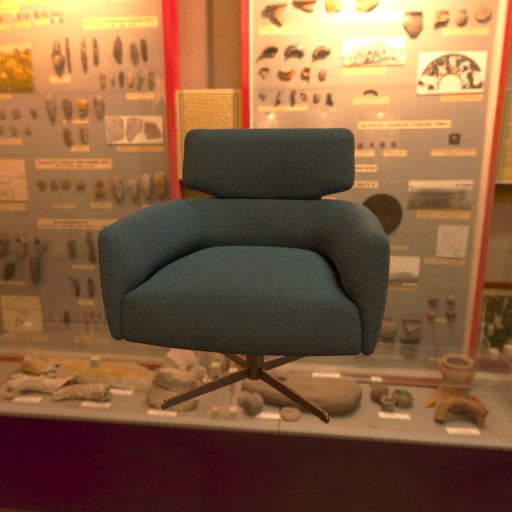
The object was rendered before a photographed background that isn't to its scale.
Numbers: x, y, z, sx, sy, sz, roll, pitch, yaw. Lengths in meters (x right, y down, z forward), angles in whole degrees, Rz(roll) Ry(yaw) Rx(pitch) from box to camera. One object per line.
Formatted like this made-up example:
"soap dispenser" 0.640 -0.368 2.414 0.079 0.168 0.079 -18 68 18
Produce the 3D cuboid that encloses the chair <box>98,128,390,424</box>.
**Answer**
"chair" 0.000 0.000 1.410 0.738 0.813 0.761 2 13 8
